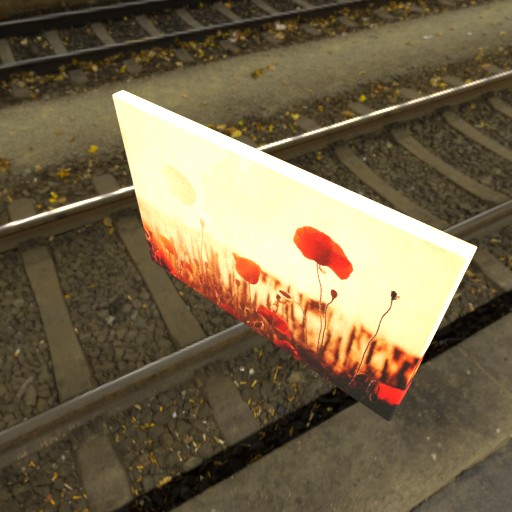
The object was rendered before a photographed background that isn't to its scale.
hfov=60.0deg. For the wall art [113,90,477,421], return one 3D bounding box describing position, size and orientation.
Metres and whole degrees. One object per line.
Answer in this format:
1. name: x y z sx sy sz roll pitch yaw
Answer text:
1. wall art: 0.000 0.000 1.141 0.918 0.602 0.038 30 52 27
